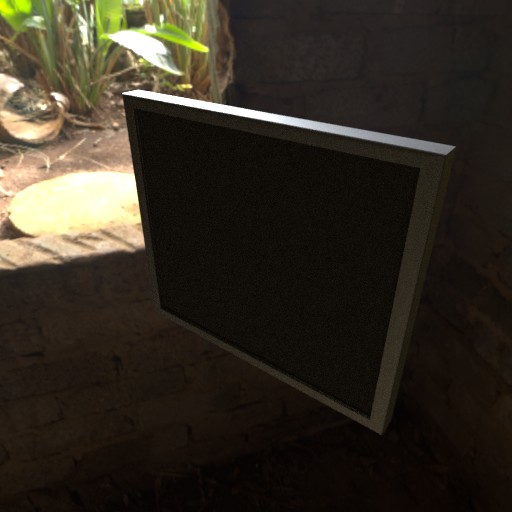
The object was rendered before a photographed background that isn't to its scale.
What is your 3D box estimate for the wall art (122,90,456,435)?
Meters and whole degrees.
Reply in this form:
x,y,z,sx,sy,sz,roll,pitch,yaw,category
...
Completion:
x,y,z,sx,sy,sz,roll,pitch,yaw,category
0.000,0.000,0.528,0.380,0.330,0.028,21,37,31,wall art
